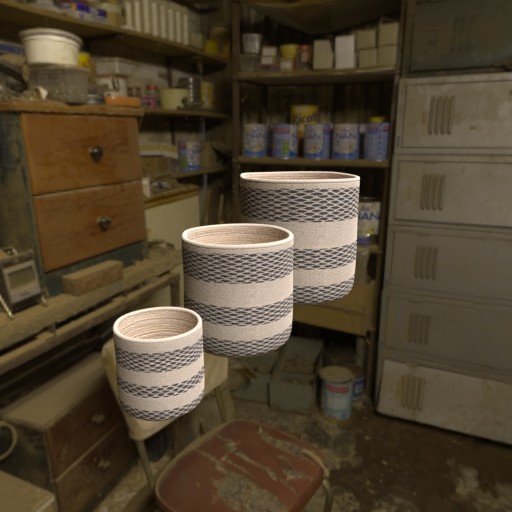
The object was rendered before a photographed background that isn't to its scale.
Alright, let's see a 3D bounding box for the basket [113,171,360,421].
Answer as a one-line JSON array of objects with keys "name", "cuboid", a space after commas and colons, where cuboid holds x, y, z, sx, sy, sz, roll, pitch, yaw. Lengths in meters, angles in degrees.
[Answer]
[{"name": "basket", "cuboid": [0.000, 0.000, 1.093, 0.351, 0.356, 0.917, 7, 17, 25]}]
